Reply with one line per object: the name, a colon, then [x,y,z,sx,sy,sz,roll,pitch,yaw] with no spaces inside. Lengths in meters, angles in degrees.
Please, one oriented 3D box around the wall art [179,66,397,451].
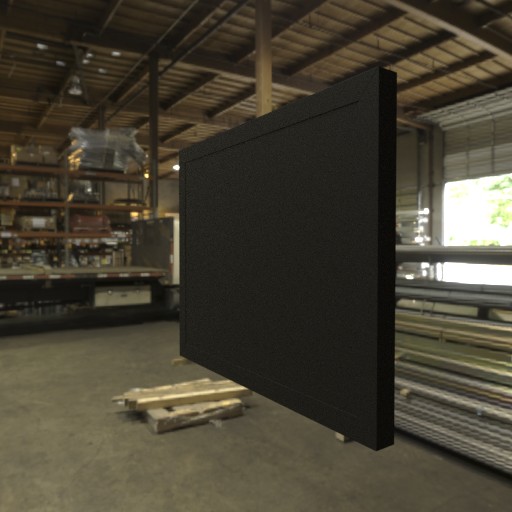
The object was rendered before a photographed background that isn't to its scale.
wall art: [0.000,0.000,0.552,0.024,0.329,0.404,-1,2,-34]
